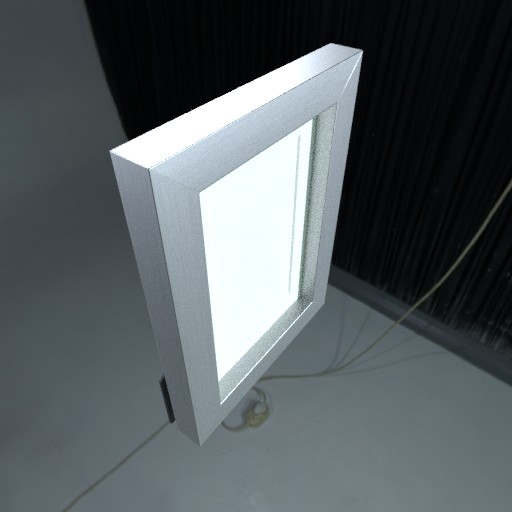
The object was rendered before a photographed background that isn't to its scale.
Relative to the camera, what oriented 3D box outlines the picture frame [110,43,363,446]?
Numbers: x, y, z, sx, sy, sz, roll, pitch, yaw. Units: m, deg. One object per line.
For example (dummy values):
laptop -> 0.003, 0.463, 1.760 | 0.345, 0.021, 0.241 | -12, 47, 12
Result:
picture frame -> 0.000, 0.000, 0.273 | 0.028, 0.208, 0.157 | 27, 48, 27
